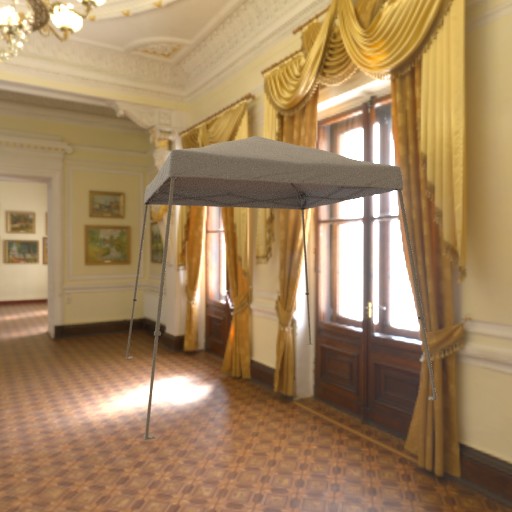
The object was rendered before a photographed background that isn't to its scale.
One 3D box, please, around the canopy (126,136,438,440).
[{"bbox_3d":[0.000,0.000,6.673,3.599,3.600,3.600,0,1,-19],"label":"canopy"}]
